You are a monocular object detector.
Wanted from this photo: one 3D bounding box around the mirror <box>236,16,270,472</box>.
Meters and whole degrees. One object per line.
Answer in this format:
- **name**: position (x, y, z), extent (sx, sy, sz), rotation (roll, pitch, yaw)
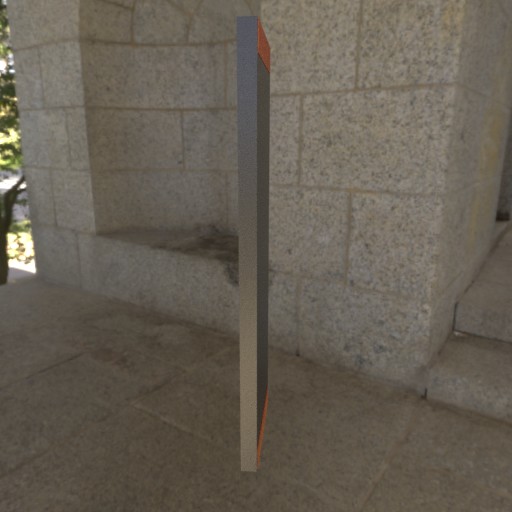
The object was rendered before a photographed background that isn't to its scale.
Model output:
- **mirror**: position (0.000, 0.000, 1.230), extent (0.047, 1.123, 0.343), rotation (2, 15, 6)
